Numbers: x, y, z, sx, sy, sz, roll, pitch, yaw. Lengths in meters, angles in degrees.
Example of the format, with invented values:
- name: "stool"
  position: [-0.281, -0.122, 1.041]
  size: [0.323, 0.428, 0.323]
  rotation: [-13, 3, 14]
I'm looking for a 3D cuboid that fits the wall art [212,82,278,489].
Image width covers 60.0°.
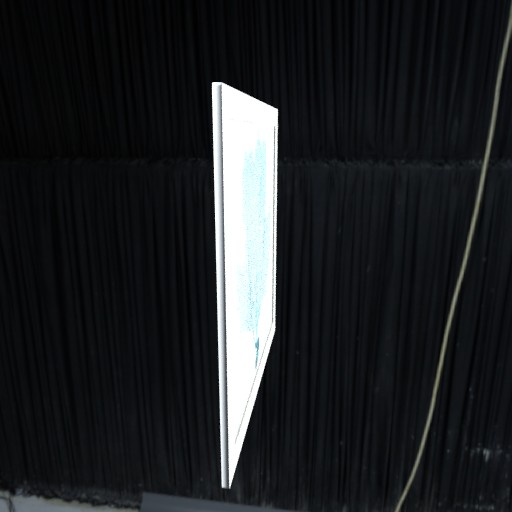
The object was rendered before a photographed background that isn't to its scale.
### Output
- name: "wall art"
  position: [0.000, 0.000, 0.881]
  size: [0.013, 0.584, 0.584]
  rotation: [2, 15, 9]
